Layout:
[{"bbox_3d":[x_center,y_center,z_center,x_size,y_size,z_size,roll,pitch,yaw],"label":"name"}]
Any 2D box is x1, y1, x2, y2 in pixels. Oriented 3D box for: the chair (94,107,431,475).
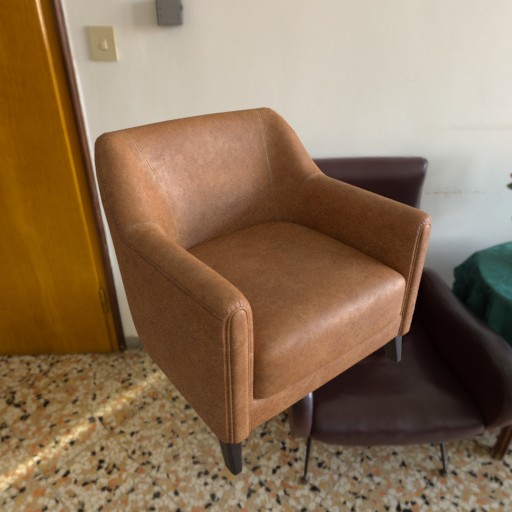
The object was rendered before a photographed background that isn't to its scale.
[{"bbox_3d":[0.000,0.000,1.851,1.037,0.980,1.034,-21,36,-32],"label":"chair"}]
